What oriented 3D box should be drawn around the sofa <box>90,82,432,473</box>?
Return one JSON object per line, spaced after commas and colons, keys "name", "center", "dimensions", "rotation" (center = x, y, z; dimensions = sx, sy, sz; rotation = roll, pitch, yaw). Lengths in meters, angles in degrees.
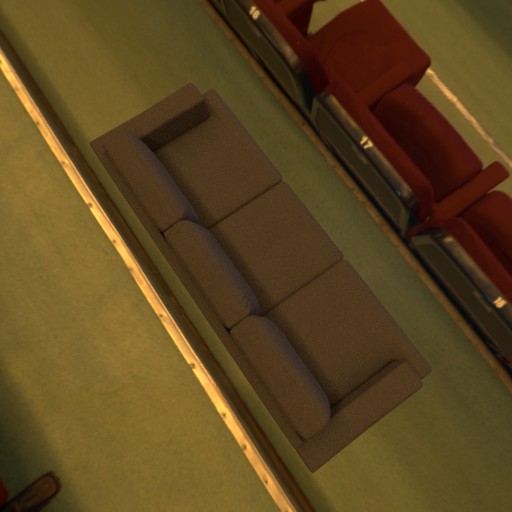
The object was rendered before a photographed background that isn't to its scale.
{"name": "sofa", "center": [0.000, 0.000, 2.726], "dimensions": [0.920, 0.810, 2.310], "rotation": [-34, 78, -8]}
